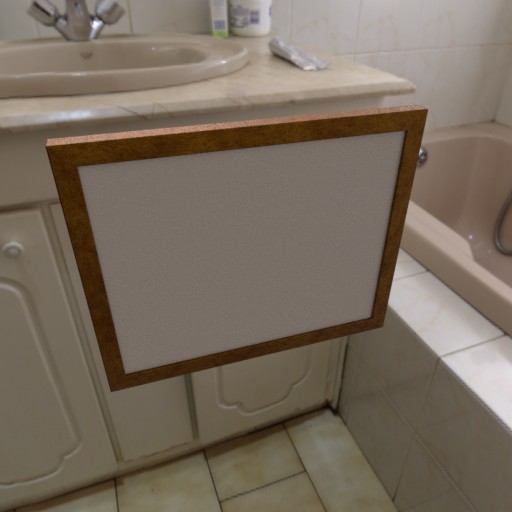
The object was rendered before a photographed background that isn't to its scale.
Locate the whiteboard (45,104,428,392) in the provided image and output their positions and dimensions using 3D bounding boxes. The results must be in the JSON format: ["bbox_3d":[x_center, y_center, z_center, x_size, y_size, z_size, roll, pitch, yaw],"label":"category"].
[{"bbox_3d":[0.000,0.000,0.761,0.561,0.457,0.029,-10,34,-15],"label":"whiteboard"}]
